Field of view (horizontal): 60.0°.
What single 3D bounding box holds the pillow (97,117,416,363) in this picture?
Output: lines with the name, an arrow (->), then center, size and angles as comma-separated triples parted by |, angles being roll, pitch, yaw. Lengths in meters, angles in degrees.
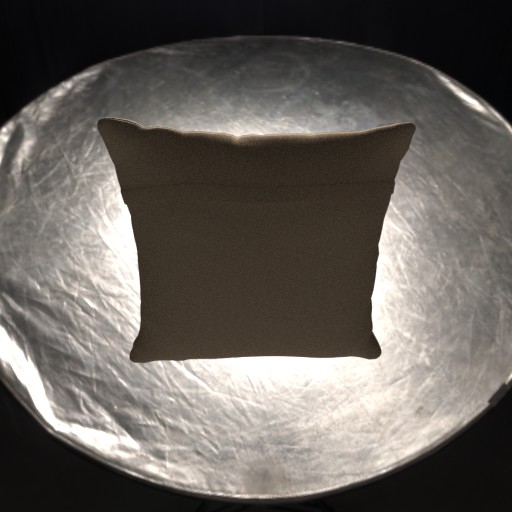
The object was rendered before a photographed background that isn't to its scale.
pillow -> 0.000, 0.000, 0.826 | 0.536, 0.506, 0.229 | -1, 29, -1
